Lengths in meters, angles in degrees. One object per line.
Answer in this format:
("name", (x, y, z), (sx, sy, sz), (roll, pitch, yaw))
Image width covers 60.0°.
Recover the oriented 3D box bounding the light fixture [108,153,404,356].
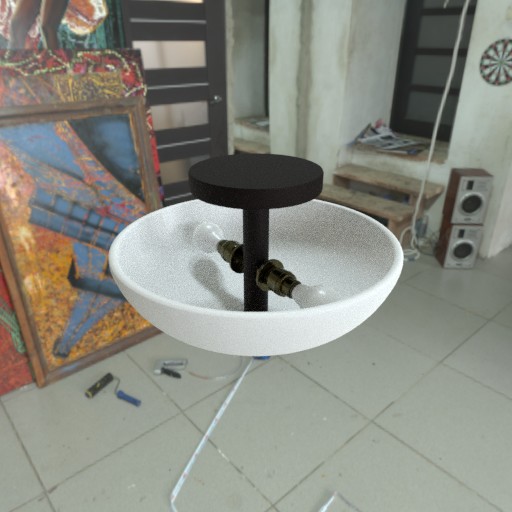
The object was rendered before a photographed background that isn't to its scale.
("light fixture", (0.000, 0.000, 0.527), (0.331, 0.212, 0.331), (0, 26, 0))
